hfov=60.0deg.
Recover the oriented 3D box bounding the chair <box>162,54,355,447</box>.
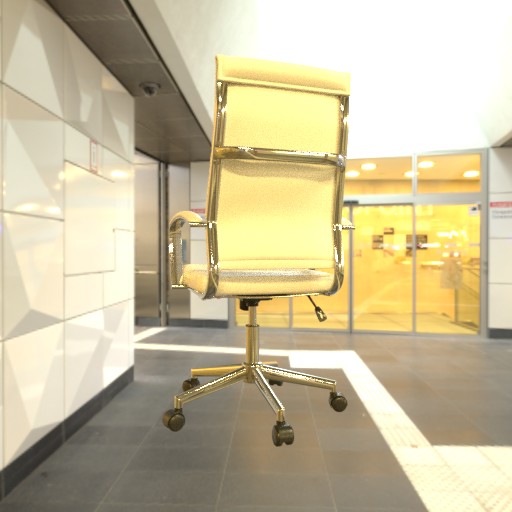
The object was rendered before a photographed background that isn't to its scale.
[{"bbox_3d":[0.000,0.000,1.611,0.679,1.149,0.679,0,0,-17],"label":"chair"}]
